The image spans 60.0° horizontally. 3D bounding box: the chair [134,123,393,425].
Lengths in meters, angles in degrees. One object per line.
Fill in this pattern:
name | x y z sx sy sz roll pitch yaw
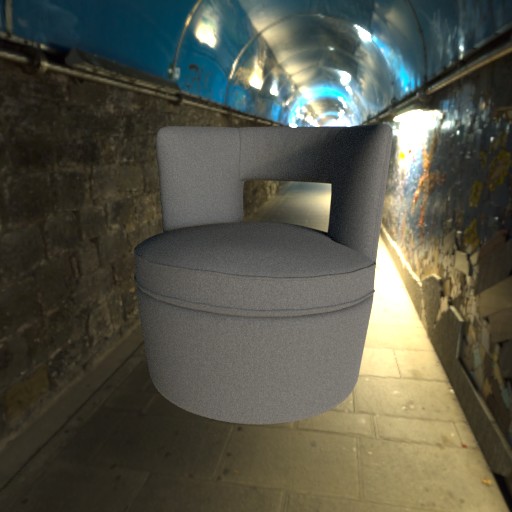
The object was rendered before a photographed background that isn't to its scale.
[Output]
chair | 0.000 0.000 1.261 0.689 0.719 0.660 7 17 25
